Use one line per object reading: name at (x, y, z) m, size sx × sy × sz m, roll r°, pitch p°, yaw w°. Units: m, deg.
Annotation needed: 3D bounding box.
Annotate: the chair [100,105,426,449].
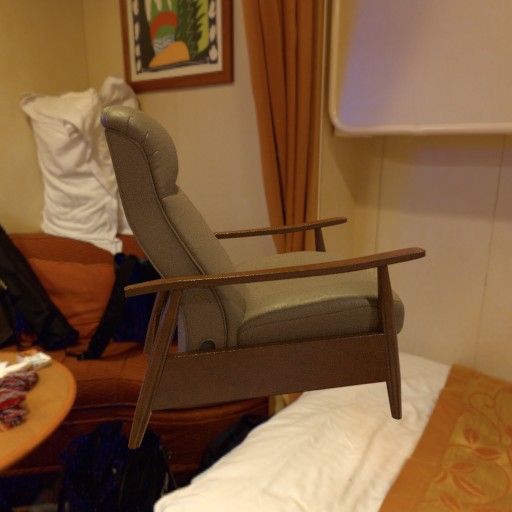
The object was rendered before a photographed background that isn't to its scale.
chair at (0.000, 0.000, 1.753) m, size 1.014 × 1.082 × 0.762 m, roll -2°, pitch 14°, yaw -10°
